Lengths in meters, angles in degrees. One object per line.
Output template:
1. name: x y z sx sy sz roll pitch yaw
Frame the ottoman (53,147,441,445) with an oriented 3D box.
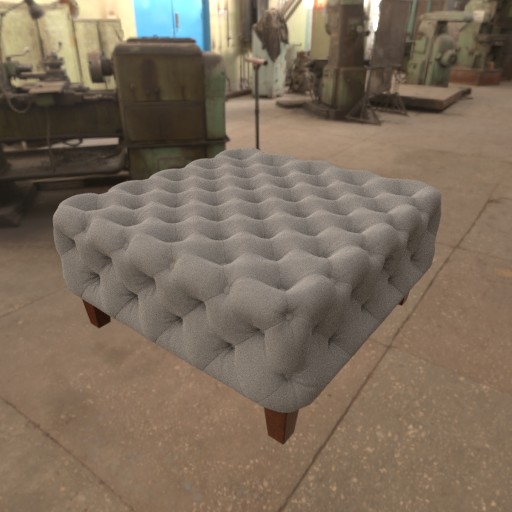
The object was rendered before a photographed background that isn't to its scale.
1. ottoman: 0.000 0.000 1.447 0.911 0.439 0.917 20 34 33
